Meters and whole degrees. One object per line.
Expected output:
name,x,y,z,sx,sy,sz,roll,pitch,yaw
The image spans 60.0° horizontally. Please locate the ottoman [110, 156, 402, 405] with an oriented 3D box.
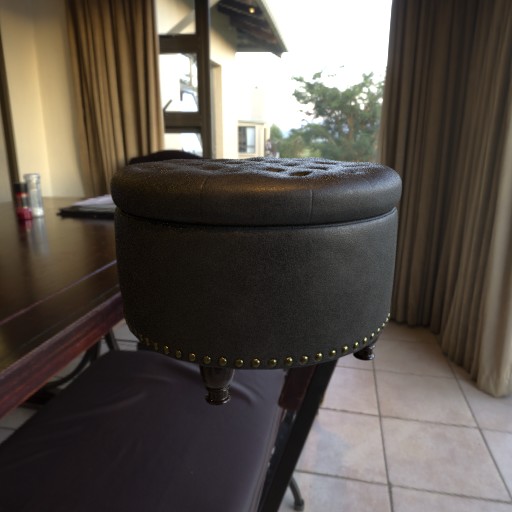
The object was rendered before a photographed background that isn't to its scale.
ottoman,0.000,0.000,1.062,0.637,0.442,0.637,0,15,0
